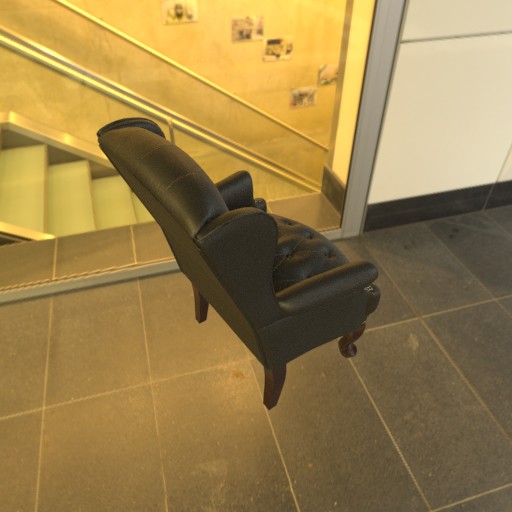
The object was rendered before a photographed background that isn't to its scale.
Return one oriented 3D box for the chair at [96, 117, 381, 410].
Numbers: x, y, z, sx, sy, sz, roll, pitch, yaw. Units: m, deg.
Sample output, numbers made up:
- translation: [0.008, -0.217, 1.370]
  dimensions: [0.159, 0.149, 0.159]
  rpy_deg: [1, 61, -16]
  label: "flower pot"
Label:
- translation: [0.000, 0.000, 1.733]
  dimensions: [0.822, 1.133, 0.831]
  rpy_deg: [-25, 47, -26]
  label: "chair"
